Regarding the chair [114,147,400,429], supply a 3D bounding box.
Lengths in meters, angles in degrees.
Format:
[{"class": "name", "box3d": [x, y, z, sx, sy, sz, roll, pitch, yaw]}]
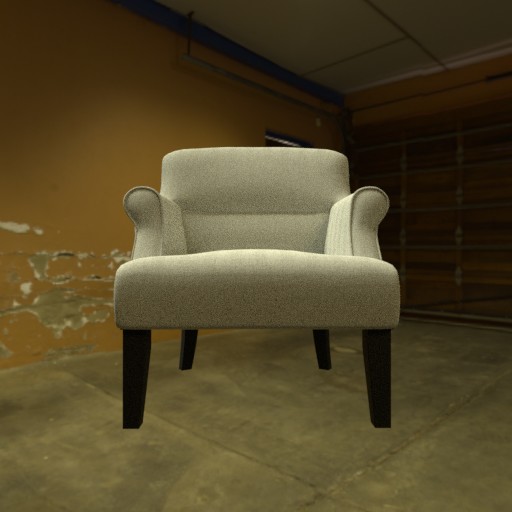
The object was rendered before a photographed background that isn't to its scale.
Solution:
[{"class": "chair", "box3d": [0.000, 0.000, 1.462, 0.781, 0.875, 0.750, 0, 0, -1]}]
